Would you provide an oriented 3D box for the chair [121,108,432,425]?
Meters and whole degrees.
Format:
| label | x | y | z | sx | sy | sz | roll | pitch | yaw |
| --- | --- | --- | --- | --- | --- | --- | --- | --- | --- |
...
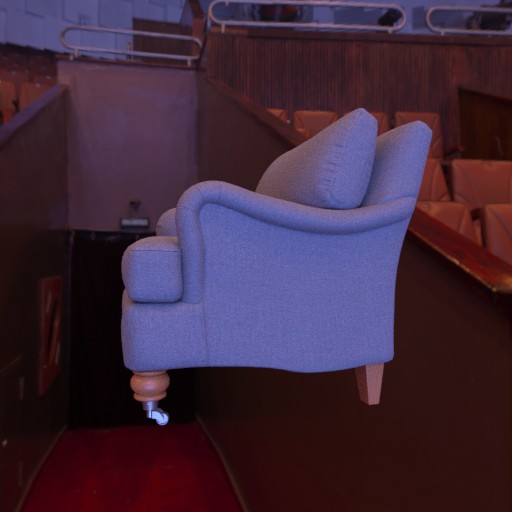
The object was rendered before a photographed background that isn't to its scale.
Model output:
| label | x | y | z | sx | sy | sz | roll | pitch | yaw |
| --- | --- | --- | --- | --- | --- | --- | --- | --- | --- |
| chair | 0.000 | 0.000 | 1.842 | 1.070 | 1.038 | 0.955 | 0 | 0 | -17 |
